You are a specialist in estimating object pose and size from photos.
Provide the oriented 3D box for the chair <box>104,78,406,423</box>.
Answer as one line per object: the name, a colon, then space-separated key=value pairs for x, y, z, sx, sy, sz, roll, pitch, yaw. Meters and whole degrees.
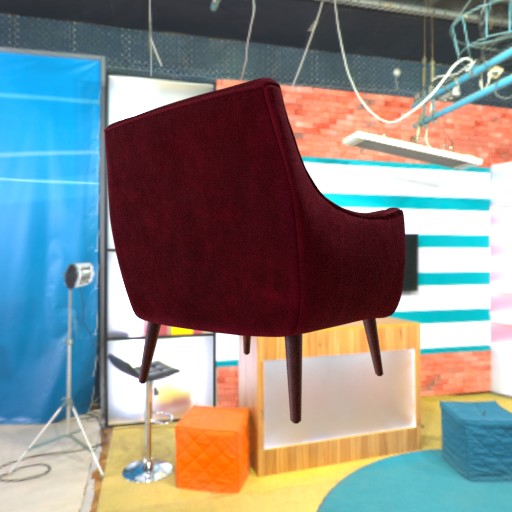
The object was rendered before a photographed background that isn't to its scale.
chair: x=0.000 y=0.000 z=1.474 sx=0.762 sy=0.838 sz=0.787 roll=0 pitch=-1 yaw=37
